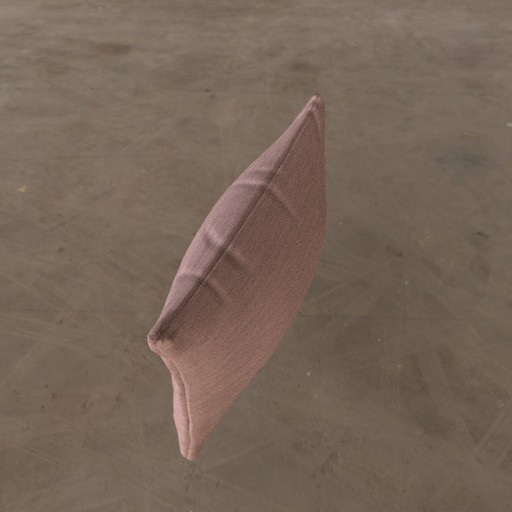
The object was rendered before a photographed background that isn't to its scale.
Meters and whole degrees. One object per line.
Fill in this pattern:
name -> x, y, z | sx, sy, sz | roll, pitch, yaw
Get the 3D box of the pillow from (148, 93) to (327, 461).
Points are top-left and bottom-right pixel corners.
pillow -> 0.000, 0.000, 0.798 | 0.210, 0.338, 0.633 | 16, 48, 15
